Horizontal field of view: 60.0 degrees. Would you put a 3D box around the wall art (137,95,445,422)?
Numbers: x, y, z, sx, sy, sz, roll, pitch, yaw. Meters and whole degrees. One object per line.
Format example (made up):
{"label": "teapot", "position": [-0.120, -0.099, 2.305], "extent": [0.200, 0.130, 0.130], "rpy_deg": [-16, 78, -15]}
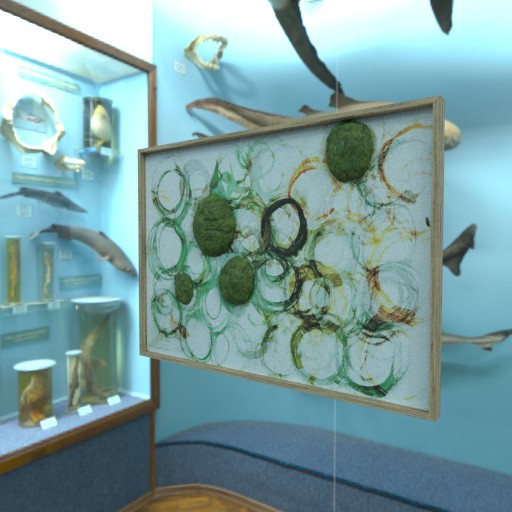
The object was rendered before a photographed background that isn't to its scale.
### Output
{"label": "wall art", "position": [0.000, 0.000, 1.075], "extent": [0.841, 0.609, 0.063], "rpy_deg": [1, 3, 35]}
